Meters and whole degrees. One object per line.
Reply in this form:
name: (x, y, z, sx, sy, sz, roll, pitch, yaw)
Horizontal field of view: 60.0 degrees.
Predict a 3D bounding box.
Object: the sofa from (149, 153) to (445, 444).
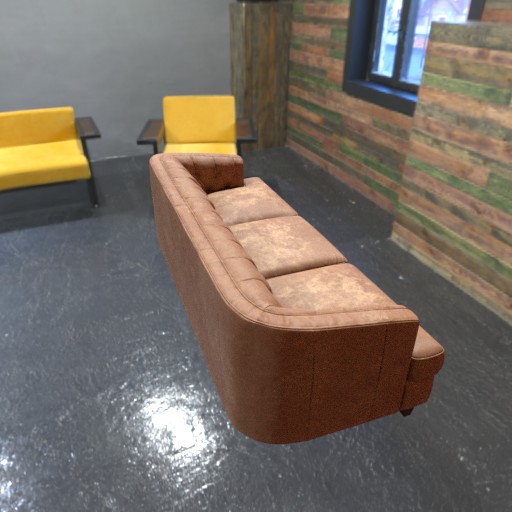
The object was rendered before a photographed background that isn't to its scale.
sofa: (0.000, 0.000, 2.672, 0.922, 0.791, 2.257, -11, 32, -18)
